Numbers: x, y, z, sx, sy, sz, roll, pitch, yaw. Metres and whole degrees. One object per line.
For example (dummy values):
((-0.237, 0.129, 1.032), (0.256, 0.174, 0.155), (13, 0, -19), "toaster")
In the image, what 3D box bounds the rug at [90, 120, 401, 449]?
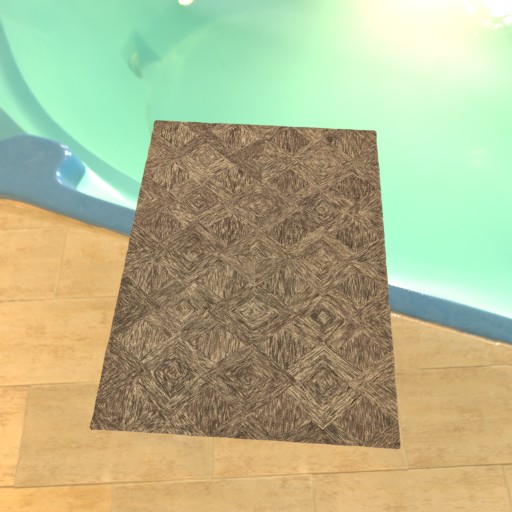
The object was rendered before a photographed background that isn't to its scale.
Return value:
((0.000, 0.000, 4.166), (2.448, 0.017, 3.204), (3, 64, 2), "rug")
